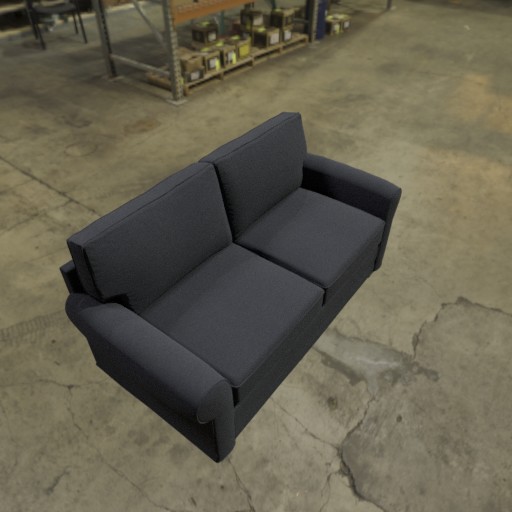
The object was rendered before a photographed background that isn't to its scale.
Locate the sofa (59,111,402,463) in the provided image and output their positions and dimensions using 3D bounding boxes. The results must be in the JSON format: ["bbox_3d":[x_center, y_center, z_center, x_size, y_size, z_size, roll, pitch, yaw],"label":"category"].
[{"bbox_3d":[0.000,0.000,2.570,0.951,1.031,2.009,27,48,27],"label":"sofa"}]
